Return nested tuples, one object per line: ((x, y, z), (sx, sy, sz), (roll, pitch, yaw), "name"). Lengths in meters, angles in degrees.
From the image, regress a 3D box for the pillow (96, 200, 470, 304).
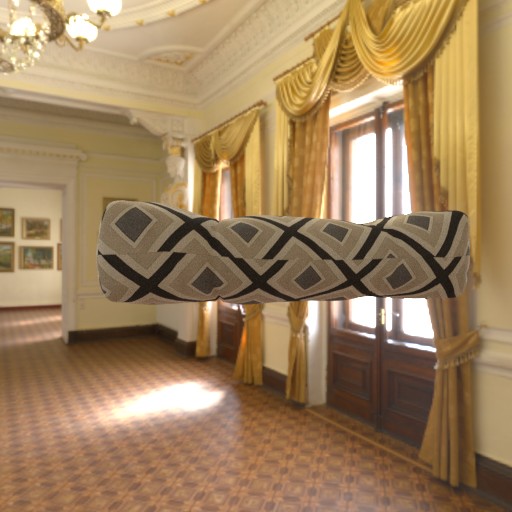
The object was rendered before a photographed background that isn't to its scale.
((0.000, 0.000, 0.736), (0.490, 0.128, 0.468), (0, 0, -18), "pillow")
